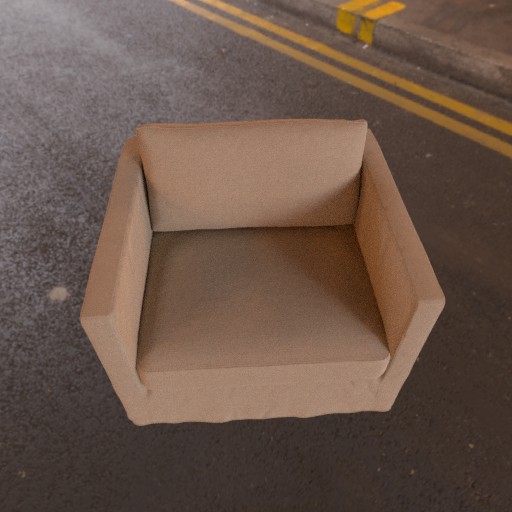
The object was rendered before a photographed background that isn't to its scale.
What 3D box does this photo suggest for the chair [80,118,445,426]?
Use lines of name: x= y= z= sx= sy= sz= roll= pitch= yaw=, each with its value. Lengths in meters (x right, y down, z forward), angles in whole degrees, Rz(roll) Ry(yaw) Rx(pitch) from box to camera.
chair: x=0.000 y=0.000 z=1.723 sx=1.057 sy=0.867 sz=0.949 roll=-2 pitch=47 yaw=-2
